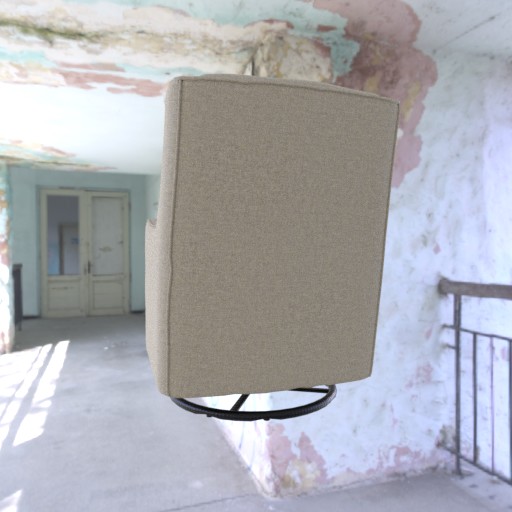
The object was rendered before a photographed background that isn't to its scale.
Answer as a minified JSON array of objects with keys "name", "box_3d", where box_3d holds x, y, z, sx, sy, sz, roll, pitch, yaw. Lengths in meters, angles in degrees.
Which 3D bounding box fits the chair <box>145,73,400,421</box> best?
[{"name":"chair","box_3d":[0.000,0.000,1.591,0.732,0.993,0.879,0,1,-17]}]
